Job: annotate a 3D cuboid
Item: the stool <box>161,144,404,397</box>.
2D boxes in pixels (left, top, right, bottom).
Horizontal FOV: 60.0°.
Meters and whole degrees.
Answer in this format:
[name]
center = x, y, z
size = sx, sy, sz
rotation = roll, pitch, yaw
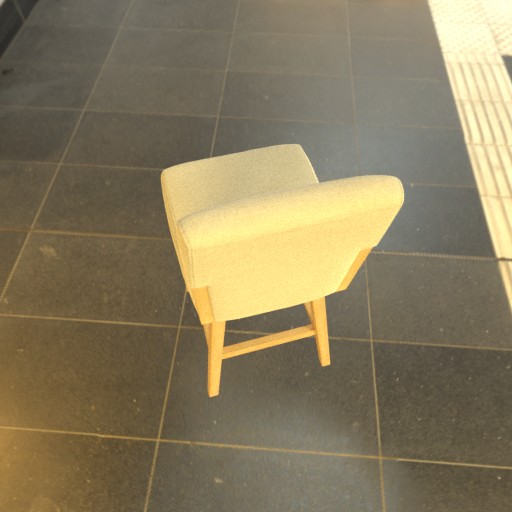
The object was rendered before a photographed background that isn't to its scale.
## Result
[stool]
center = 0.000, 0.000, 1.260
size = 0.446, 1.015, 0.543
rotation = -13, 57, -8
